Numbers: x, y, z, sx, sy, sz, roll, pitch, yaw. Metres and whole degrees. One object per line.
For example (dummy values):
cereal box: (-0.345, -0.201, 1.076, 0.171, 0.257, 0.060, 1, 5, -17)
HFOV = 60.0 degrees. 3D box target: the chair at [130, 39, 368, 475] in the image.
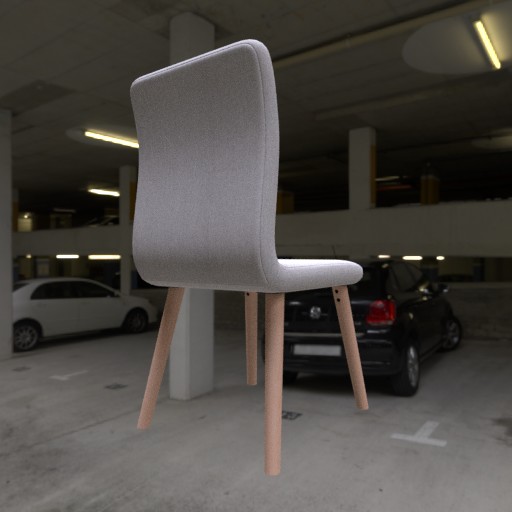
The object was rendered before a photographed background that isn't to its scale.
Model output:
chair: (0.000, 0.000, 1.204, 0.435, 0.885, 0.550, 0, 0, 36)
